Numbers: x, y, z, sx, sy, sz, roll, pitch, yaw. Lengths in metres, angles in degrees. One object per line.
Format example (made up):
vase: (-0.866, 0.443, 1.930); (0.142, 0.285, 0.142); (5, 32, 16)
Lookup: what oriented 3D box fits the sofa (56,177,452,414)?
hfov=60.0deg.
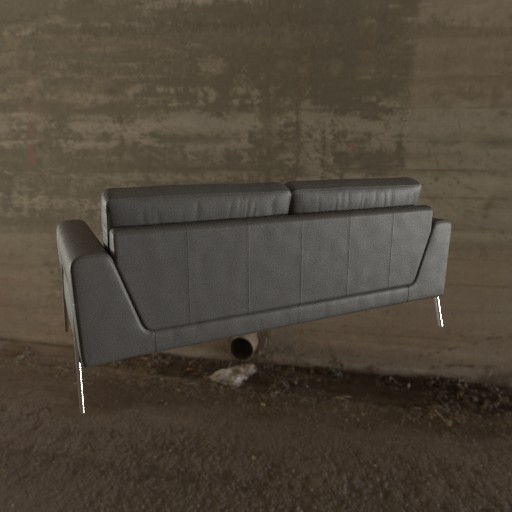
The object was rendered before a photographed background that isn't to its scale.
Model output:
sofa: (0.000, 0.000, 2.499); (2.017, 0.875, 0.953); (-7, 15, -25)
